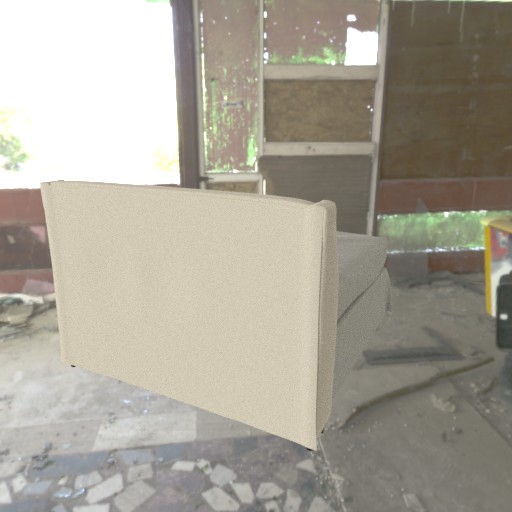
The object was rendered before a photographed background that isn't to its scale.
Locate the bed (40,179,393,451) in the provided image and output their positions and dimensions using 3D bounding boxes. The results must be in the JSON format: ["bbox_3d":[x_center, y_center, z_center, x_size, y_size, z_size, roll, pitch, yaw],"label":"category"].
[{"bbox_3d":[0.000,0.000,3.484,1.925,1.332,2.276,9,18,27],"label":"bed"}]
